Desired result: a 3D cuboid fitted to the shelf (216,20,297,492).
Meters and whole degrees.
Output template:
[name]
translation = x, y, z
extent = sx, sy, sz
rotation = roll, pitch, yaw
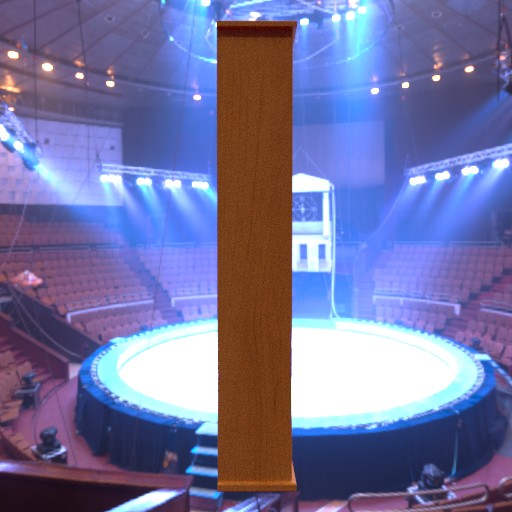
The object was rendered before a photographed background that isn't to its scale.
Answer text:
[shelf]
translation = 0.000, 0.000, 1.224
extent = 0.175, 1.030, 0.520
rotation = 0, 1, 0
